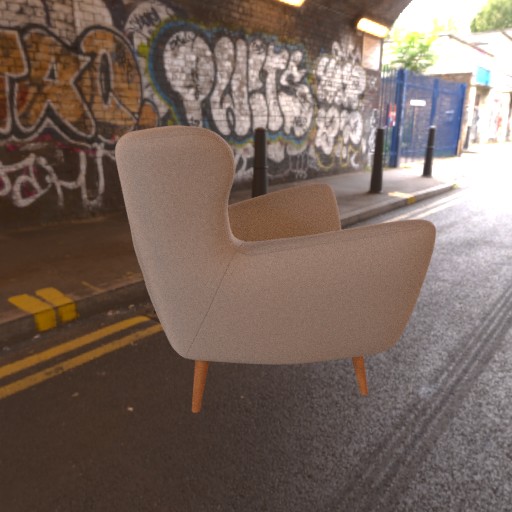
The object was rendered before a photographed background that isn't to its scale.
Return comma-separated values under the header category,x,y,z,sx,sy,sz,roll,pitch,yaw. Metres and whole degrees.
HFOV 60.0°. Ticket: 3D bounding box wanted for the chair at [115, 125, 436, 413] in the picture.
category,x,y,z,sx,sy,sz,roll,pitch,yaw
chair,0.000,0.000,1.578,0.889,0.889,0.890,-3,17,-11
